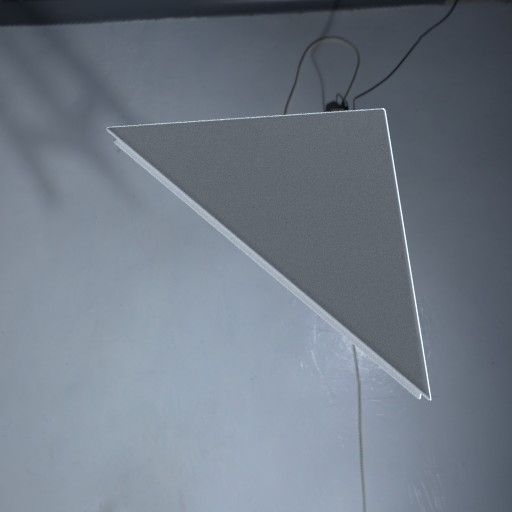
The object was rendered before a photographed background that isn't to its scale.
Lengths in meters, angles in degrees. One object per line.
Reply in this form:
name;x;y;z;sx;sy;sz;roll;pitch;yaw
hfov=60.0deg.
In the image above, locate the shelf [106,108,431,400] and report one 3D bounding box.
shelf;0.000;0.000;0.445;0.296;0.035;0.296;-4;75;-1
